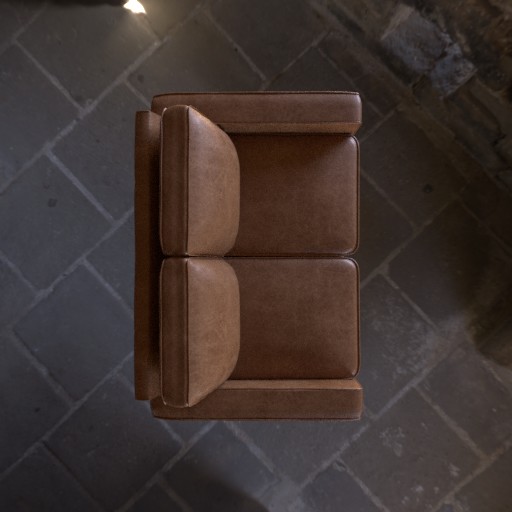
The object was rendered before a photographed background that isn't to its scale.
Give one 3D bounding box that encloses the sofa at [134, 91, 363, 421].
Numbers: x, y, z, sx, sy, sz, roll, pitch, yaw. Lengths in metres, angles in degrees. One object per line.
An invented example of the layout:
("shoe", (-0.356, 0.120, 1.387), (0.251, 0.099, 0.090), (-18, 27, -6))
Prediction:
("sofa", (0.000, 0.000, 2.184), (1.020, 0.896, 1.532), (0, 89, 0))
